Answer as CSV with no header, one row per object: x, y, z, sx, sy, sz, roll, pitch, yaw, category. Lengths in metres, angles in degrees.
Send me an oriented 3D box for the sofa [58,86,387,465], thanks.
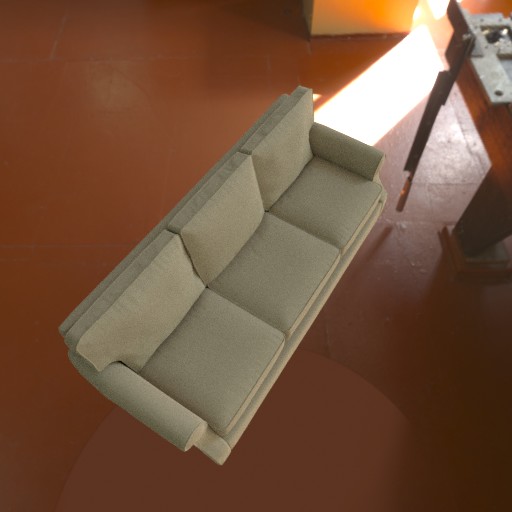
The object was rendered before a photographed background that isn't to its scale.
0.000,0.000,2.815,0.966,0.948,2.354,29,62,17,sofa
